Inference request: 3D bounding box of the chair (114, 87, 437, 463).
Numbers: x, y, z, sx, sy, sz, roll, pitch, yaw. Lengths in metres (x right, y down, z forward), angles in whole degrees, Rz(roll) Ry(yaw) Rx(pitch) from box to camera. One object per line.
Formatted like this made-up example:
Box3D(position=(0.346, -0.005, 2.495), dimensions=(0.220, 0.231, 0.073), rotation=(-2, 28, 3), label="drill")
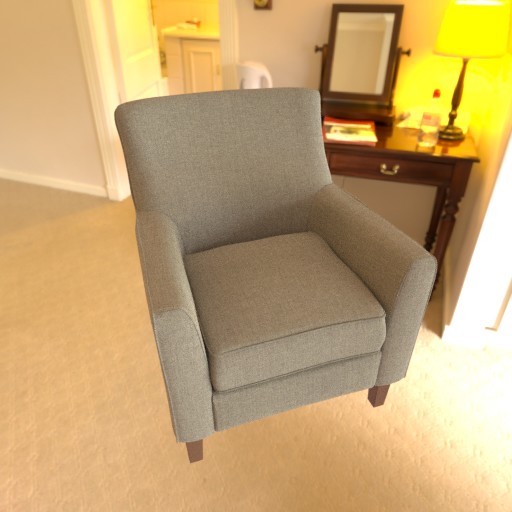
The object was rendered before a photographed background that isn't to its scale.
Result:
Box3D(position=(0.000, 0.000, 1.729), dimensions=(0.887, 1.047, 0.993), rotation=(-10, 34, -16), label="chair")
